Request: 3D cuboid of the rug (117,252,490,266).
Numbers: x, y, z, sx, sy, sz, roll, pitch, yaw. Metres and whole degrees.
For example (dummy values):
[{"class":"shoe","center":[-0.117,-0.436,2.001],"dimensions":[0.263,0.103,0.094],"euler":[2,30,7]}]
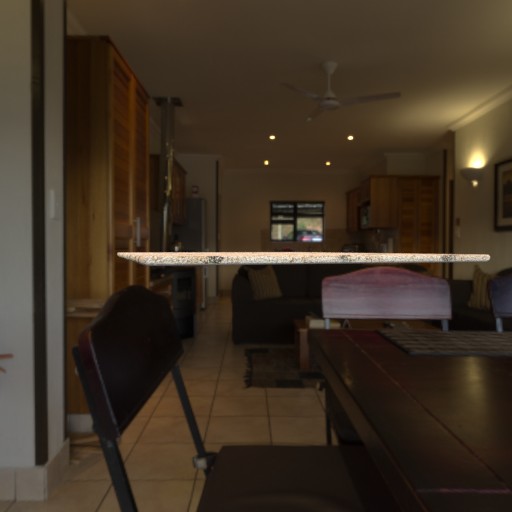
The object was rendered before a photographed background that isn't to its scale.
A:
[{"class":"rug","center":[0.000,0.000,2.111],"dimensions":[1.200,0.025,1.600],"euler":[0,1,-20]}]
